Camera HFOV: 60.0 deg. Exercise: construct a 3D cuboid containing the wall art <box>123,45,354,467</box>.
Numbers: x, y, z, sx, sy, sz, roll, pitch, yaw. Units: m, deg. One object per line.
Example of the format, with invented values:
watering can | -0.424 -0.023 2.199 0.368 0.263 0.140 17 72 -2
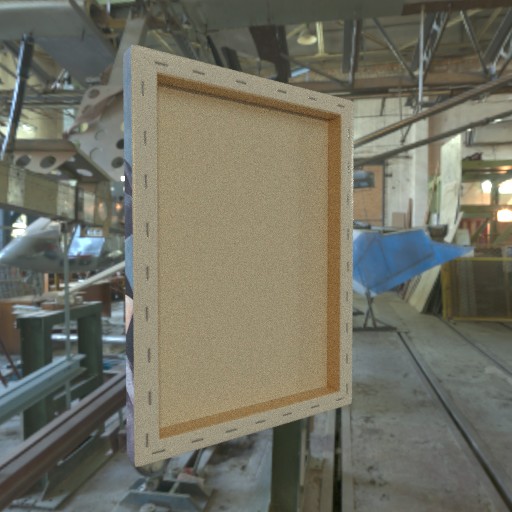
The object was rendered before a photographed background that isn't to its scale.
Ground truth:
wall art | 0.000 0.000 0.782 0.455 0.613 0.037 -1 2 -35
